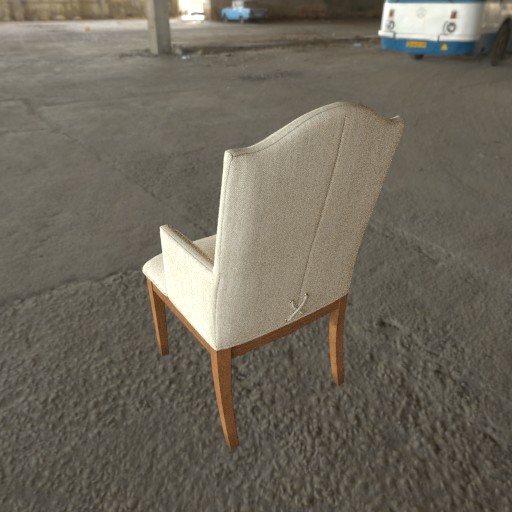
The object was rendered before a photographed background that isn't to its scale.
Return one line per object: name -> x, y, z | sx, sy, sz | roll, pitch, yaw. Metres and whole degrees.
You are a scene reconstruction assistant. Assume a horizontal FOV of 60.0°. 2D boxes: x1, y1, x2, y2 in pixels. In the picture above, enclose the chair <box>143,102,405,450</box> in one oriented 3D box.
chair -> 0.000, 0.000, 1.377 | 0.533, 1.016, 0.641 | -19, 36, -30
